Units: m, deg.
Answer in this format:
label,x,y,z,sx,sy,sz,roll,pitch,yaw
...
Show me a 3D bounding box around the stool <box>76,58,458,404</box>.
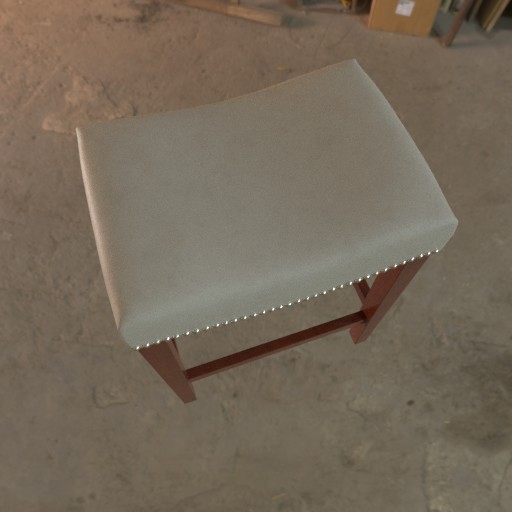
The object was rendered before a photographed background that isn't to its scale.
label,x,y,z,sx,sy,sz,roll,pitch,yaw
stool,0.000,0.000,0.931,0.509,0.632,0.375,-17,65,-8
